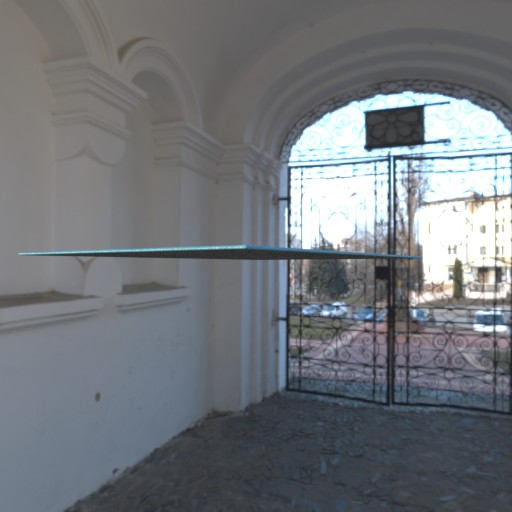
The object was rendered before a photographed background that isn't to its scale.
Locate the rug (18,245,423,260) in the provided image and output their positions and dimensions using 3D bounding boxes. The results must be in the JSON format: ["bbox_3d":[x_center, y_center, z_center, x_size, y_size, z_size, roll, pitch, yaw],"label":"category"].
[{"bbox_3d":[0.000,0.000,3.484,1.830,0.018,2.769,-1,-2,35],"label":"rug"}]
